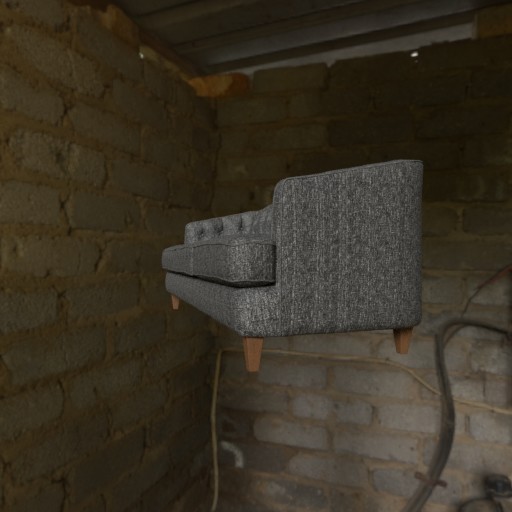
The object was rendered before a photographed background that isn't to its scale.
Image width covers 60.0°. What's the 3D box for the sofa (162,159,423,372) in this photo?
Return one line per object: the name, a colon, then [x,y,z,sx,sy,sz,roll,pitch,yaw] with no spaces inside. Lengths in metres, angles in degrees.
sofa: [0.000,0.000,2.741,0.941,0.855,2.278,0,0,-18]
